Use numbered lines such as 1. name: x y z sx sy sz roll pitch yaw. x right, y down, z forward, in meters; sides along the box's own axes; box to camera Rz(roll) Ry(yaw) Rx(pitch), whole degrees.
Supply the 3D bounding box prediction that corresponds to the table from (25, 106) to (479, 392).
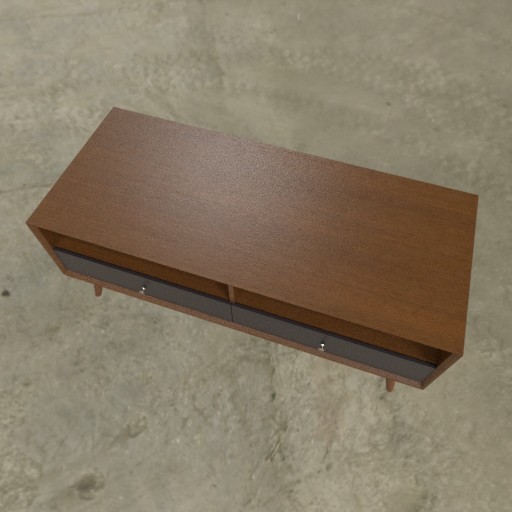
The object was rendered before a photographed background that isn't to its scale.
1. table: 0.000 0.000 1.381 1.119 0.464 0.490 16 59 10
